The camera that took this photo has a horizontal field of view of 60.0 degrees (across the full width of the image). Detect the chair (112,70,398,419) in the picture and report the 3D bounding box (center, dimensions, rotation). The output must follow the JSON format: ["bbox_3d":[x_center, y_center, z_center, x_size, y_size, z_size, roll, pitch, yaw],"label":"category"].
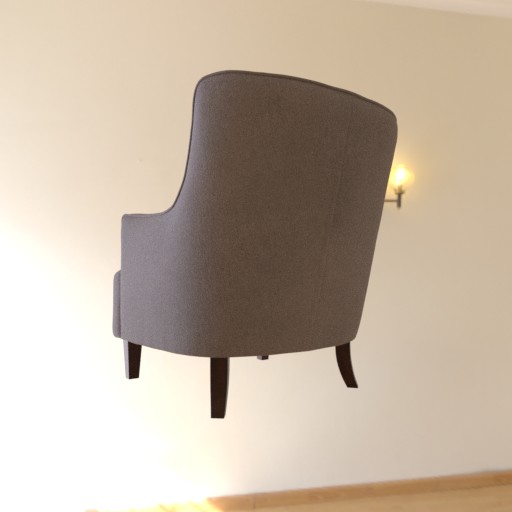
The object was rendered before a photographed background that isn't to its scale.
[{"bbox_3d":[0.000,0.000,1.576,0.781,0.919,0.910,1,-3,-36],"label":"chair"}]
